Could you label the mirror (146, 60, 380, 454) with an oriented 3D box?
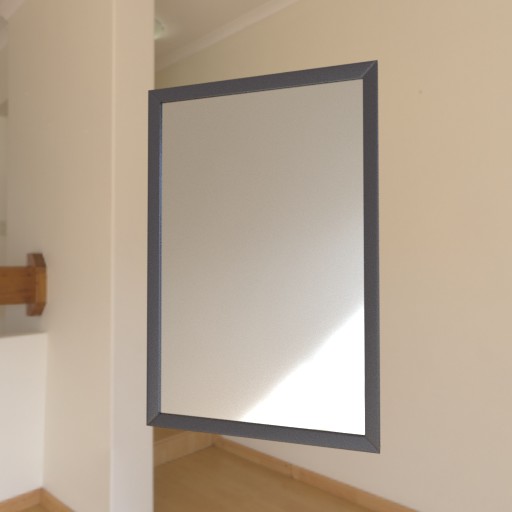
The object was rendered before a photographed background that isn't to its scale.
[{"bbox_3d":[0.000,0.000,1.138,0.609,0.915,0.040,0,-1,17],"label":"mirror"}]
